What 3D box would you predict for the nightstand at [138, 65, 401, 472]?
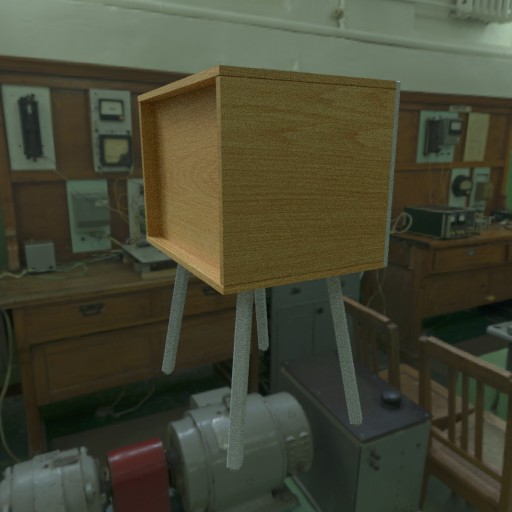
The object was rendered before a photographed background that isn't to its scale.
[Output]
[{"bbox_3d":[0.000,0.000,0.851,0.316,0.601,0.400,-7,16,-27],"label":"nightstand"}]
